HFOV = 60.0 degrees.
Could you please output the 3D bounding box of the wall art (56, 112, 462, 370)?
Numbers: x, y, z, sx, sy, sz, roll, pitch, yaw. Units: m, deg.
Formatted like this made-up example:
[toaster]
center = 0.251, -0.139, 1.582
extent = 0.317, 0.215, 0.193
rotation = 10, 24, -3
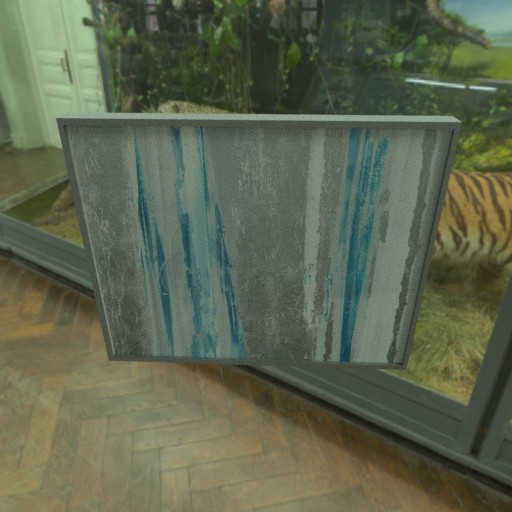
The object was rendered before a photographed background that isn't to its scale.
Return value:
[wall art]
center = 0.000, 0.000, 0.735
extent = 0.557, 0.450, 0.037
rotation = 1, 30, 2
